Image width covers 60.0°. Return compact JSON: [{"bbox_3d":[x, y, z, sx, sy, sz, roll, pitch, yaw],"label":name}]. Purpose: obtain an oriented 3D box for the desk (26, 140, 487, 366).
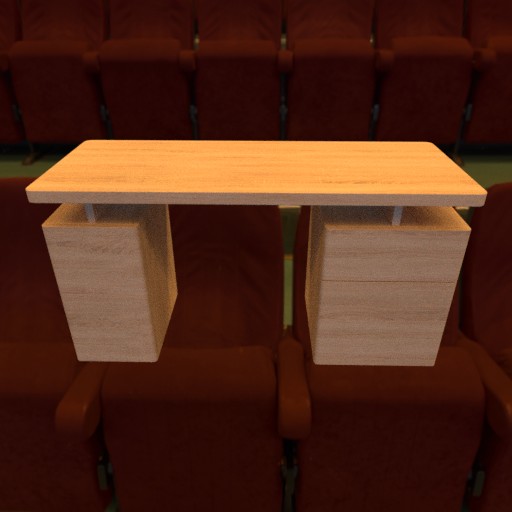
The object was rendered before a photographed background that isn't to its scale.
[{"bbox_3d":[0.000,0.000,1.753,1.400,0.760,0.550,1,30,1],"label":"desk"}]
